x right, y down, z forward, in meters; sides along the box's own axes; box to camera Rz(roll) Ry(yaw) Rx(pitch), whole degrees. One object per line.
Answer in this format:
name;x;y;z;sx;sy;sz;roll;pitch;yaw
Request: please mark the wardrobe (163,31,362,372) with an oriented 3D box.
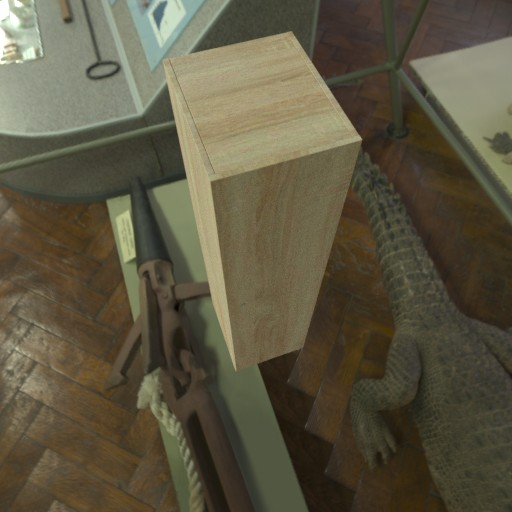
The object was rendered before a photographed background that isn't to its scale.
wardrobe;0.000;0.000;2.393;0.496;2.117;0.588;-17;61;-10
